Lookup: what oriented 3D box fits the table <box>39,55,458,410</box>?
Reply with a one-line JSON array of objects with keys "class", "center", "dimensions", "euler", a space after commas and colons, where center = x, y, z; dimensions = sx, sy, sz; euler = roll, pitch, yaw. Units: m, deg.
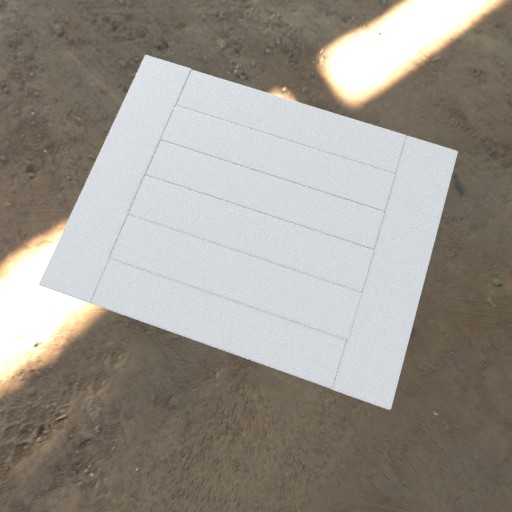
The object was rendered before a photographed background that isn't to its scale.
[{"class": "table", "center": [0.000, 0.000, 1.047], "dimensions": [0.599, 0.605, 0.463], "euler": [19, 77, 4]}]
